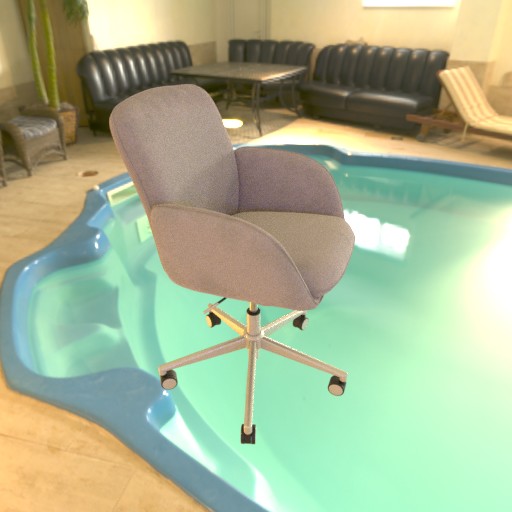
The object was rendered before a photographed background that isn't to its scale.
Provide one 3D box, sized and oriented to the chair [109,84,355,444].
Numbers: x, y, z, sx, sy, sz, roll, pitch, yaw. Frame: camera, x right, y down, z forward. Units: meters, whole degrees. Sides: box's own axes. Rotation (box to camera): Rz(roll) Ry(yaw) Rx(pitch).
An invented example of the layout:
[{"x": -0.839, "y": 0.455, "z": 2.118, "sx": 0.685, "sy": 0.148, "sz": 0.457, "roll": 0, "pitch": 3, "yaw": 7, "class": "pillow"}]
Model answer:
[{"x": 0.000, "y": 0.000, "z": 1.389, "sx": 0.654, "sy": 0.959, "sz": 0.648, "roll": 11, "pitch": 31, "yaw": 18, "class": "chair"}]
